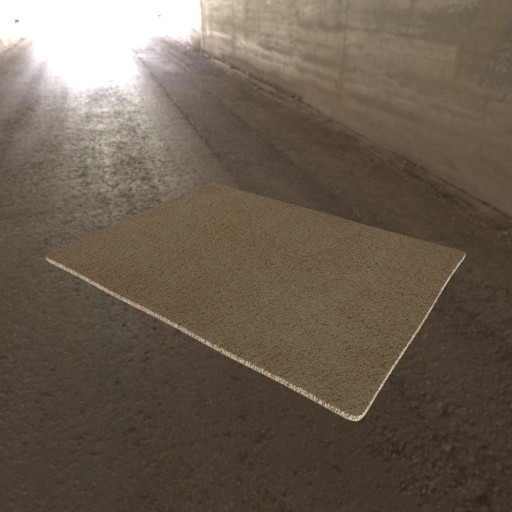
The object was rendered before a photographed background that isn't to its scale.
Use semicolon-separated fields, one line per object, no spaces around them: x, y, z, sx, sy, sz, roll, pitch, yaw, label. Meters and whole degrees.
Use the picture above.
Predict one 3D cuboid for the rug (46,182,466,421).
0.000;0.000;2.093;1.600;0.025;1.199;20;36;31;rug
